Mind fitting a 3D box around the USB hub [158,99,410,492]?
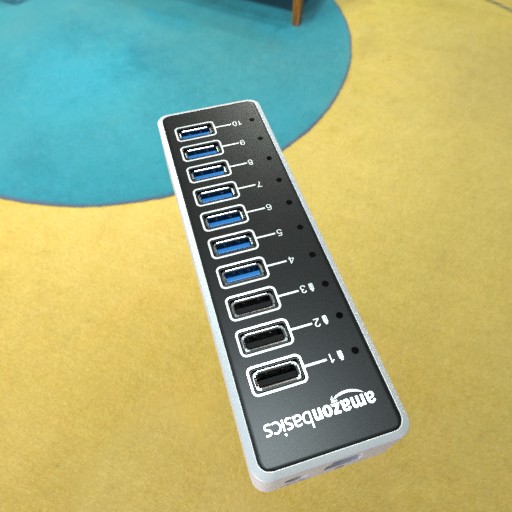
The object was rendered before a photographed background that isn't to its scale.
[{"bbox_3d":[0.000,0.000,0.160,0.044,0.023,0.145,-14,58,-9],"label":"USB hub"}]
